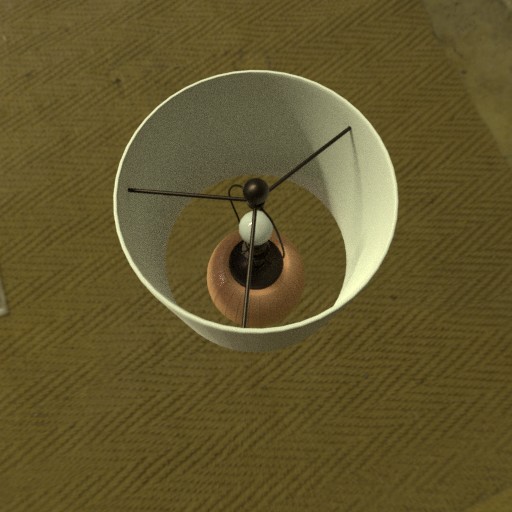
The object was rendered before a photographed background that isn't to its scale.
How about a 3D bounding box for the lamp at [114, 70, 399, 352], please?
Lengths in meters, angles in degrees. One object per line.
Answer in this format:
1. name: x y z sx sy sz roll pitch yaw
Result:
1. lamp: 0.000 0.000 0.771 0.329 0.570 0.329 0 74 0
